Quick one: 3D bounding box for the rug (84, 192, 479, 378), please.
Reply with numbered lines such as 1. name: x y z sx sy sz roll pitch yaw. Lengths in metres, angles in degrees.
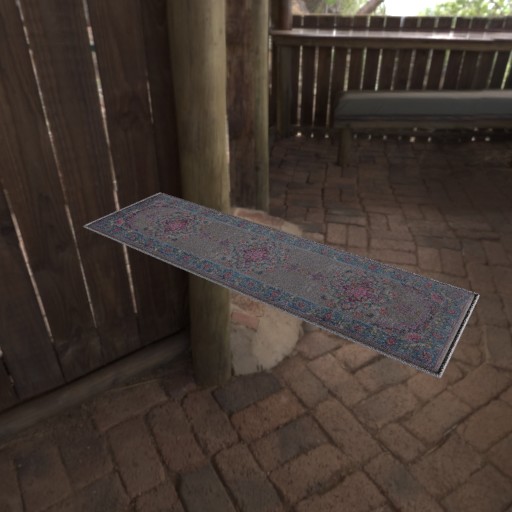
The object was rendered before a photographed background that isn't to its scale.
1. rug: 0.000 0.000 2.050 1.827 0.012 0.553 20 36 30
